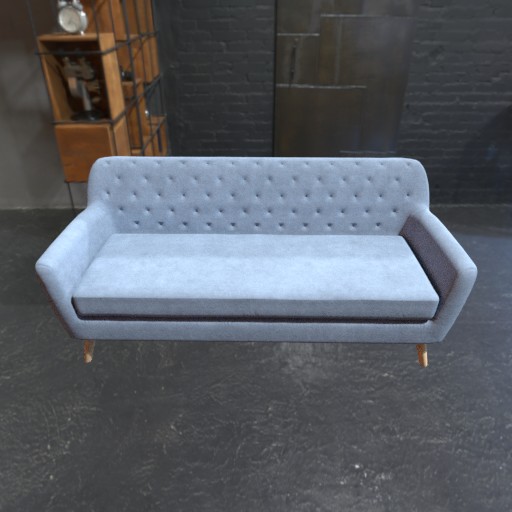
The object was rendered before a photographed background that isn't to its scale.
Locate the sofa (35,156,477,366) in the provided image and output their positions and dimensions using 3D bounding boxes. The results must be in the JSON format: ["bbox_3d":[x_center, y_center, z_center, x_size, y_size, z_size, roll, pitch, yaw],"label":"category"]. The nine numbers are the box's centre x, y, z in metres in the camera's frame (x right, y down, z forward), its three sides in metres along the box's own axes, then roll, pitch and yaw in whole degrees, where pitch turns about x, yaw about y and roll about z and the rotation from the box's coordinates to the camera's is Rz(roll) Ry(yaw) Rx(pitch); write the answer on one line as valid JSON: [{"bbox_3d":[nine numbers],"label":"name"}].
[{"bbox_3d":[0.000,0.000,2.355,1.970,0.830,0.830,0,30,1],"label":"sofa"}]
